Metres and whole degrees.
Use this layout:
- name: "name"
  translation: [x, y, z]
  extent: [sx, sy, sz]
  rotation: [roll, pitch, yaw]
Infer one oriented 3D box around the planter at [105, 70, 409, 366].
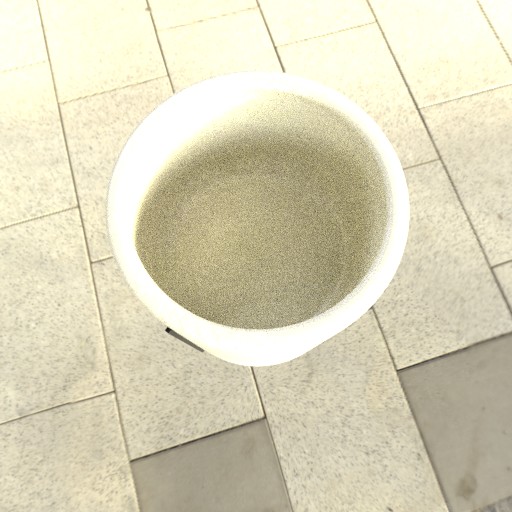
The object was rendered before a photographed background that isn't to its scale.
- name: "planter"
  translation: [0.000, 0.000, 0.701]
  extent: [0.324, 0.483, 0.333]
  rotation: [-18, 75, -5]
